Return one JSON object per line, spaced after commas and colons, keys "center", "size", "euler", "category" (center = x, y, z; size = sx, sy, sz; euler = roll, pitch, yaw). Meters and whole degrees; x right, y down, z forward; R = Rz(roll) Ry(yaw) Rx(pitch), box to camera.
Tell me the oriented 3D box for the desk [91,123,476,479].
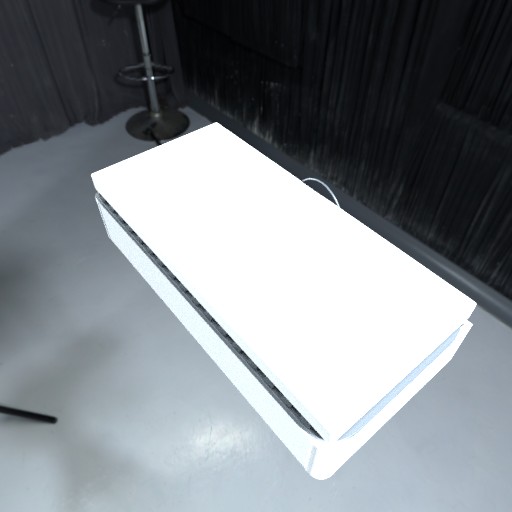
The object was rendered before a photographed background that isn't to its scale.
{"center": [0.000, 0.000, 2.278], "size": [0.900, 0.526, 1.900], "euler": [-31, 54, -26], "category": "desk"}
